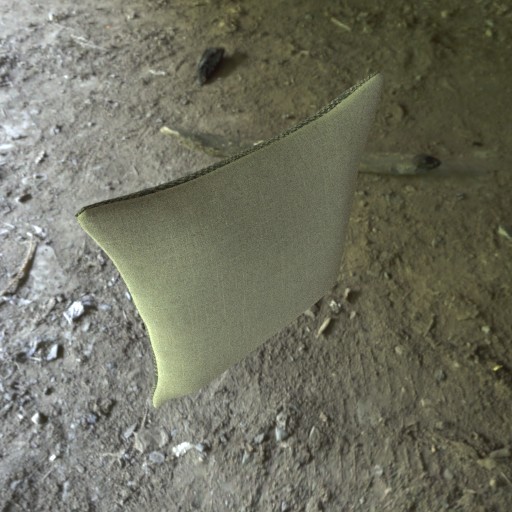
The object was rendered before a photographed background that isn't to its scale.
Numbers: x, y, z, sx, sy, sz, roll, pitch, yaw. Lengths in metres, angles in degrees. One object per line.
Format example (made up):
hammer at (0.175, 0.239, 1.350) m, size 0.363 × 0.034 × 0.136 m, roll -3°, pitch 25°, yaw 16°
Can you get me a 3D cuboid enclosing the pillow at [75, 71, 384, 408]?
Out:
pillow at (0.000, 0.000, 0.655) m, size 0.435 × 0.432 × 0.138 m, roll -32°, pitch 55°, yaw -26°
